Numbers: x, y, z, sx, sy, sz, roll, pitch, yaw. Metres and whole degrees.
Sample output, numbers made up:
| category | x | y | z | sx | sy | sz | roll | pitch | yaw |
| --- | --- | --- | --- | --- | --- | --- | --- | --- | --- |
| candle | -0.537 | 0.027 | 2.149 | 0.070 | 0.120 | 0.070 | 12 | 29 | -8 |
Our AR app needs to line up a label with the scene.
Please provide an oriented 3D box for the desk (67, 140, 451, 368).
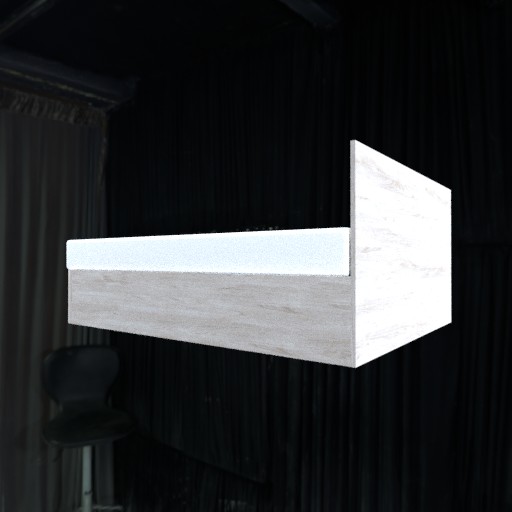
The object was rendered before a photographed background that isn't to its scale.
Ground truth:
| category | x | y | z | sx | sy | sz | roll | pitch | yaw |
| --- | --- | --- | --- | --- | --- | --- | --- | --- | --- |
| desk | 0.000 | 0.000 | 2.683 | 1.900 | 0.800 | 1.400 | 0 | -1 | 36 |
